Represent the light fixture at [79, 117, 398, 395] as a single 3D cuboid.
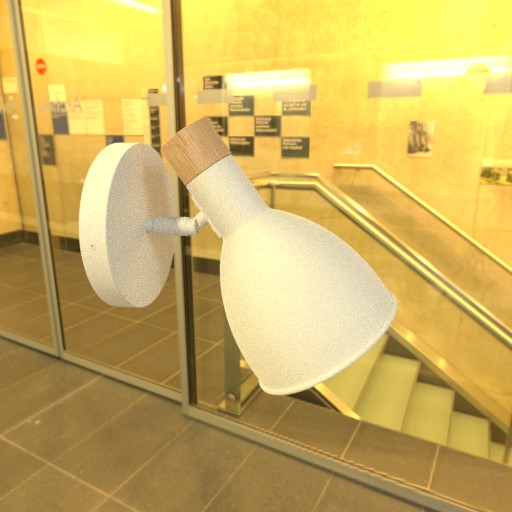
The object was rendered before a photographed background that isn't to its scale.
[{"bbox_3d":[0.000,0.000,0.333,0.209,0.199,0.127,3,16,9],"label":"light fixture"}]
